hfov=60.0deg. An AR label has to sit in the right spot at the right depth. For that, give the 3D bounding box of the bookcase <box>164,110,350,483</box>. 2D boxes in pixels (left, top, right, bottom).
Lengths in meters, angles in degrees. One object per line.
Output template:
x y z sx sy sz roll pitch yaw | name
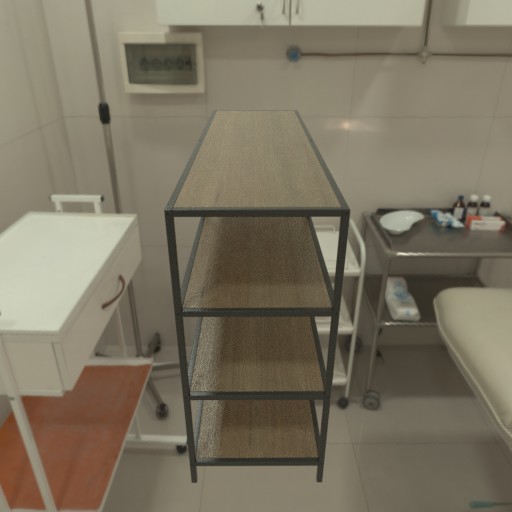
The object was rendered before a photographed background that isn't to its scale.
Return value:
0.000 0.000 1.515 0.350 0.780 1.140 0 27 0 | bookcase
